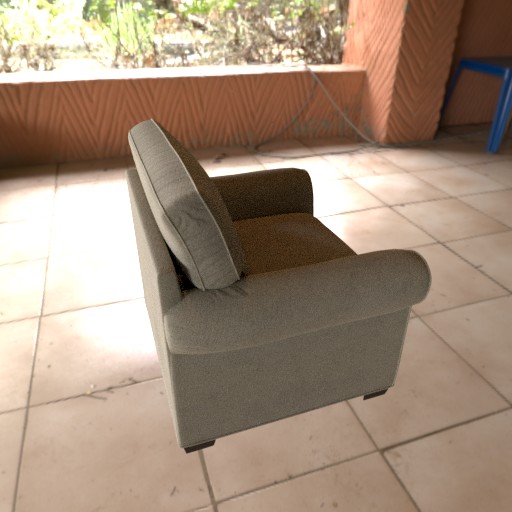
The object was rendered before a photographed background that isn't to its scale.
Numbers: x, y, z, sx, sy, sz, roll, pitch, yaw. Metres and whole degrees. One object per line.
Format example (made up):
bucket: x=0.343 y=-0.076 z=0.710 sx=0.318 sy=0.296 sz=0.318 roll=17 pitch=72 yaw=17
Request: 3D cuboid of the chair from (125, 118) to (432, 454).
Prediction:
chair: x=0.000 y=0.000 z=1.913 sx=0.939 sy=1.044 sz=1.147 roll=-10 pitch=32 yaw=-17
